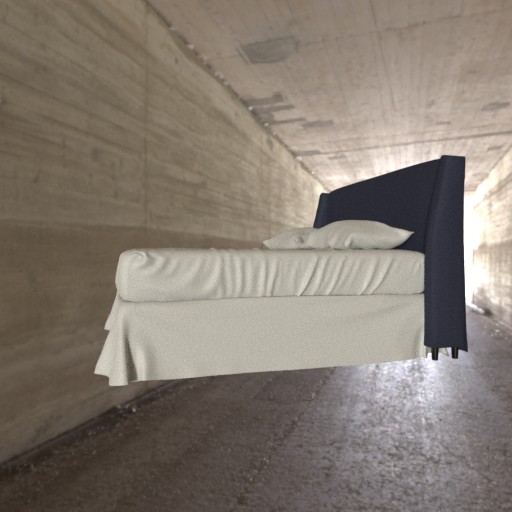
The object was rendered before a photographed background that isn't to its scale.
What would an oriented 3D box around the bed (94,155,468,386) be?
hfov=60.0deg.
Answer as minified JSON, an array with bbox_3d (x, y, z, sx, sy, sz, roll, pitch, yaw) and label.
[{"bbox_3d":[0.000,0.000,3.424,2.276,1.332,1.925,0,0,-17],"label":"bed"}]
